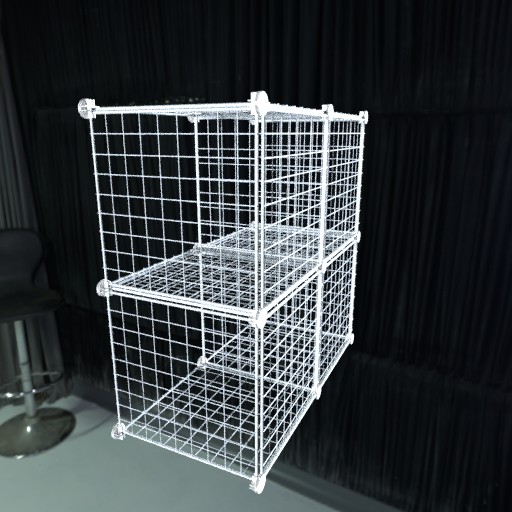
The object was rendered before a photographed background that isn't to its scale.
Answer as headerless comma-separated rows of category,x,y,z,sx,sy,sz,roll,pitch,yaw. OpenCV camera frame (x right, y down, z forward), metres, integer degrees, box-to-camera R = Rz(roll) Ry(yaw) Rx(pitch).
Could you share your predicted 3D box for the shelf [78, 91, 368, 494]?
shelf,0.000,0.000,1.111,0.356,0.711,0.711,7,17,25
